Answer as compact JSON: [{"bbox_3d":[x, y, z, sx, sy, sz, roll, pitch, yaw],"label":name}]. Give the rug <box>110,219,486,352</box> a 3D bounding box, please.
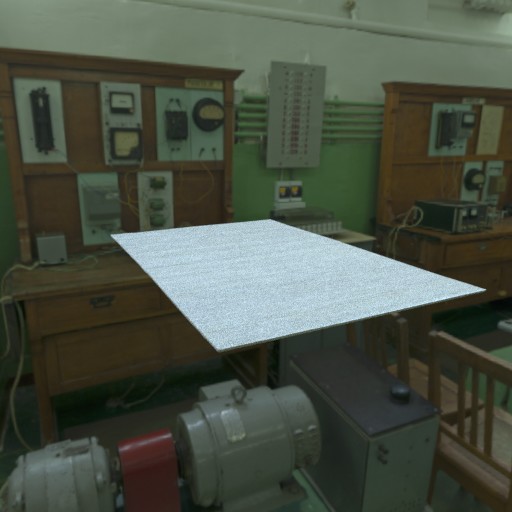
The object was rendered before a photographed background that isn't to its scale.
[{"bbox_3d":[0.000,0.000,2.322,1.179,0.022,1.820,-7,17,-26],"label":"rug"}]
